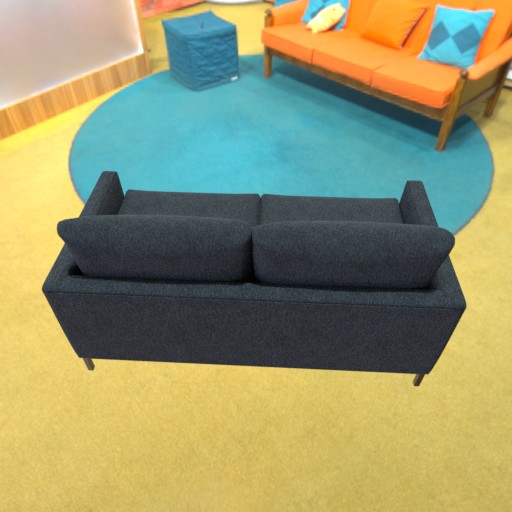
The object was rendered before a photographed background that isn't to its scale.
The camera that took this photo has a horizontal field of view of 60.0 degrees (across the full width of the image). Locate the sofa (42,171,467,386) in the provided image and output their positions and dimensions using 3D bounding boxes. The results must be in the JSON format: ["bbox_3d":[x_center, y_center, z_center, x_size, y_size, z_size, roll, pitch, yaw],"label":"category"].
[{"bbox_3d":[0.000,0.000,2.176,1.716,0.862,0.866,2,45,2],"label":"sofa"}]
